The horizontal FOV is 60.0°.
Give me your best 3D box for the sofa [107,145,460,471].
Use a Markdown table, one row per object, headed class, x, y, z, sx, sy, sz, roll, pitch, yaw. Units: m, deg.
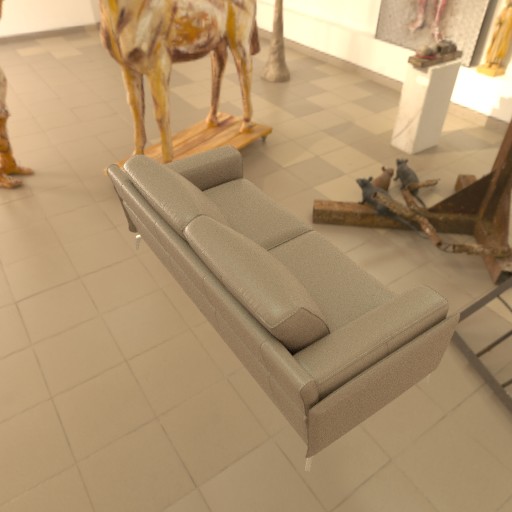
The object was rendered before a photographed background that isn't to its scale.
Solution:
| class | x | y | z | sx | sy | sz | roll | pitch | yaw |
| --- | --- | --- | --- | --- | --- | --- | --- | --- | --- |
| sofa | 0.000 | 0.000 | 2.627 | 1.049 | 0.930 | 2.101 | -25 | 47 | -26 |
